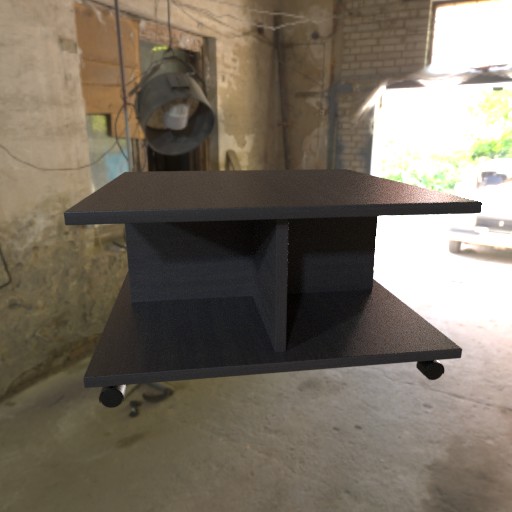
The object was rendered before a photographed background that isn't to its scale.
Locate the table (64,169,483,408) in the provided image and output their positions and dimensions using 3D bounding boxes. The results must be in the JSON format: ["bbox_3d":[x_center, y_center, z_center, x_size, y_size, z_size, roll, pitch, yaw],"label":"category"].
[{"bbox_3d":[0.000,0.000,1.207,0.762,0.396,0.762,-2,16,-8],"label":"table"}]
